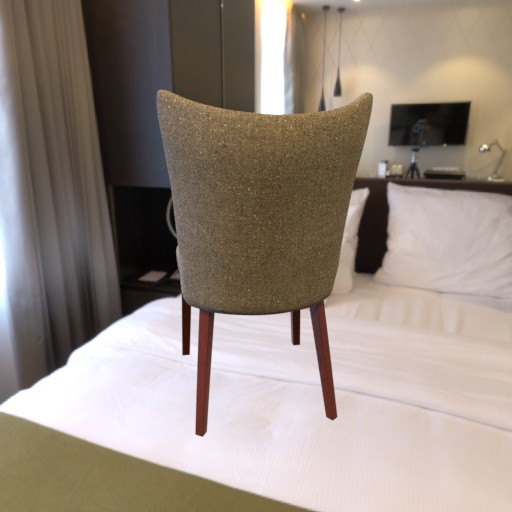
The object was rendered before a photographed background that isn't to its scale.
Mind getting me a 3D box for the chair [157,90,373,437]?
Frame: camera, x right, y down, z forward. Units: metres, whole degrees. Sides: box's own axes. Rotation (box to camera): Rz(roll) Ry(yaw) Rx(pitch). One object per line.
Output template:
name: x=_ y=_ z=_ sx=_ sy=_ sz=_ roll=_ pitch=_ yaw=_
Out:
chair: x=0.000 y=0.000 z=1.357 sx=0.535 sy=0.924 sz=0.623 roll=-3 pitch=16 yaw=-10
